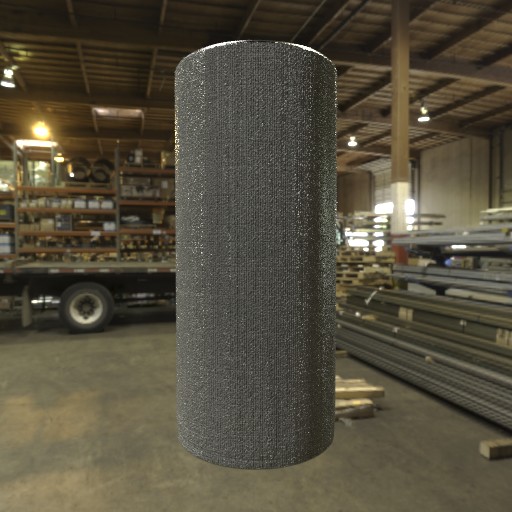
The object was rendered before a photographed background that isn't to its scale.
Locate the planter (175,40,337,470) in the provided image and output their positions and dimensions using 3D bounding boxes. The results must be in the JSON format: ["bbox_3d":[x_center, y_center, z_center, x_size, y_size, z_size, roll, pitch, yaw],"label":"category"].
[{"bbox_3d":[0.000,0.000,0.127,0.045,0.103,0.045,-1,2,-17],"label":"planter"}]
